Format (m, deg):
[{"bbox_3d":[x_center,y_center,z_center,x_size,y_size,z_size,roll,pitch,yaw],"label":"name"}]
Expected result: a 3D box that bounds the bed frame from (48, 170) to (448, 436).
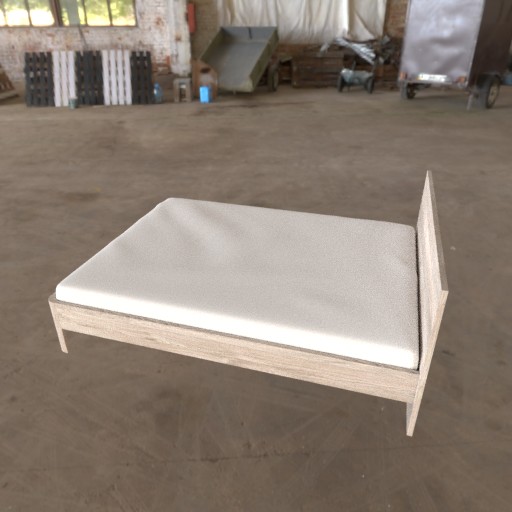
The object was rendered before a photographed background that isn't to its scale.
[{"bbox_3d":[0.000,0.000,2.719,1.950,0.800,1.490,8,30,15],"label":"bed frame"}]
